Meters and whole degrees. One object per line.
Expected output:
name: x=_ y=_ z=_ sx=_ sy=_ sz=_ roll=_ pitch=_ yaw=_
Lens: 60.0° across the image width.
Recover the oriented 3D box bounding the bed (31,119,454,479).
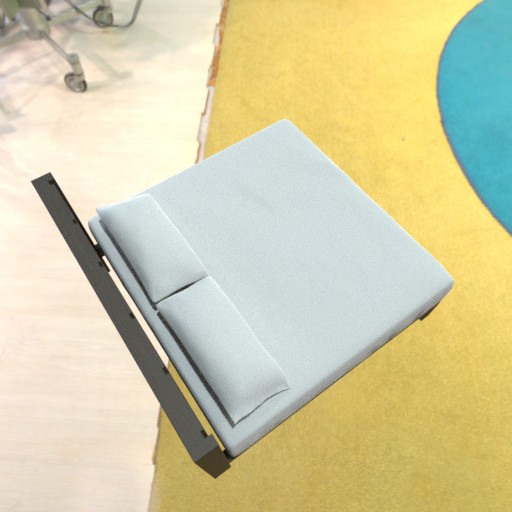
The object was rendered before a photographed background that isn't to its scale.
bed: x=0.000 y=0.000 z=3.441 sx=2.238 sy=1.261 sz=2.143 roll=-32 pitch=65 yaw=-17
